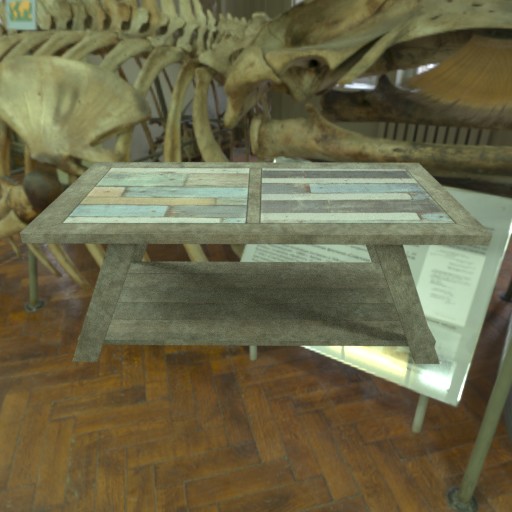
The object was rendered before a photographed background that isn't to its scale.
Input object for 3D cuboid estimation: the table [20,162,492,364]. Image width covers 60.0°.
[{"bbox_3d":[0.000,0.000,1.522,1.219,0.470,0.610,0,29,0],"label":"table"}]
